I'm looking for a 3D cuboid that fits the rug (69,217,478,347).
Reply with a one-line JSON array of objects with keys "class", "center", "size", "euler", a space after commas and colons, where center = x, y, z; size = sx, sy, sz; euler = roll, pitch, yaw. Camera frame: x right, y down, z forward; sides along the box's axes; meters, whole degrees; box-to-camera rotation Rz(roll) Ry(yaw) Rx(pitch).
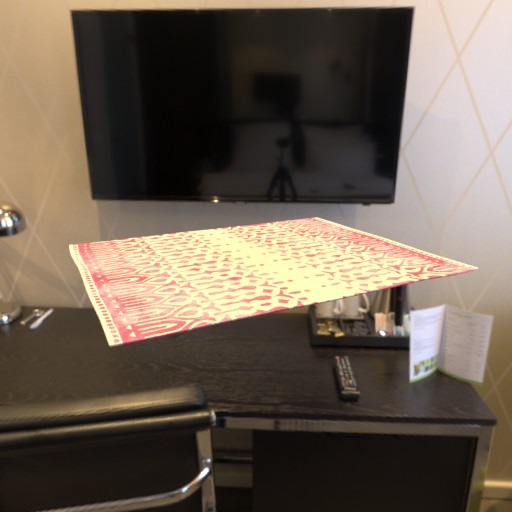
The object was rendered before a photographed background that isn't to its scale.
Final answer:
[{"class": "rug", "center": [0.000, 0.000, 4.165], "size": [3.095, 0.016, 2.441], "euler": [-8, 18, -26]}]
